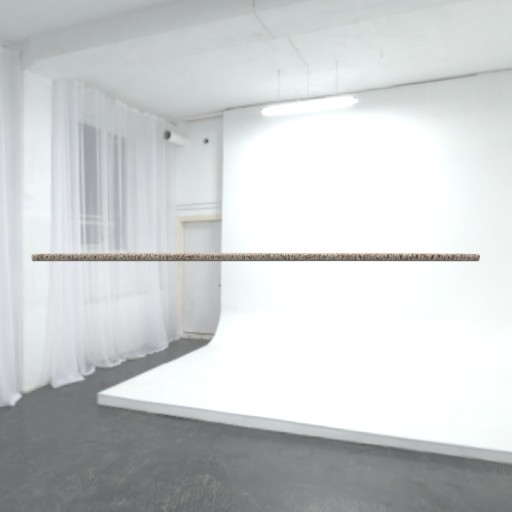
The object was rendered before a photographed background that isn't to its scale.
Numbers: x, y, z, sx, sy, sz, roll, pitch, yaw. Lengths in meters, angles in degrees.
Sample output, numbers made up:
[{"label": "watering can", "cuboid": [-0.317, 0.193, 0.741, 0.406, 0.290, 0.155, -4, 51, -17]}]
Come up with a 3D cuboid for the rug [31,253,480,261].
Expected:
[{"label": "rug", "cuboid": [0.000, 0.000, 2.351, 1.778, 0.030, 1.219, 0, 1, 1]}]
